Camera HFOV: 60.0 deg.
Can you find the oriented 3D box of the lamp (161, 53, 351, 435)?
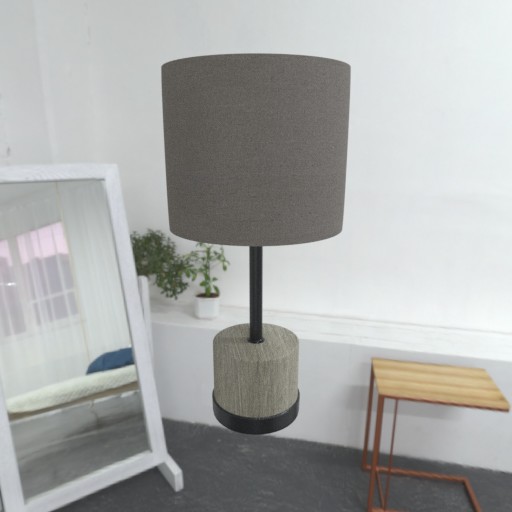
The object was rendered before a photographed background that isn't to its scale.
[{"bbox_3d":[0.000,0.000,0.602,0.229,0.470,0.229,-2,15,-8],"label":"lamp"}]
